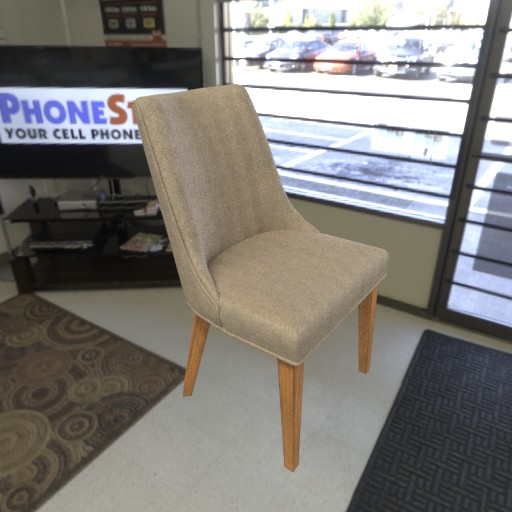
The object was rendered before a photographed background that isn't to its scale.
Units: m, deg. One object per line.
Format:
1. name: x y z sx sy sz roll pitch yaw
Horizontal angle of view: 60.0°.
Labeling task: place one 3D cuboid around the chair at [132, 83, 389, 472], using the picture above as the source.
1. chair: 0.000 0.000 1.332 0.636 0.916 0.548 18 32 32
